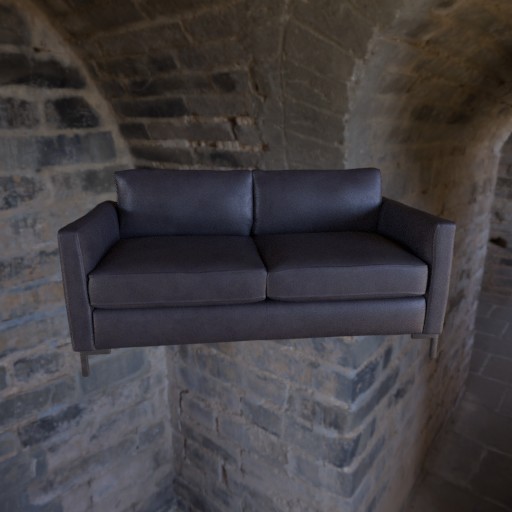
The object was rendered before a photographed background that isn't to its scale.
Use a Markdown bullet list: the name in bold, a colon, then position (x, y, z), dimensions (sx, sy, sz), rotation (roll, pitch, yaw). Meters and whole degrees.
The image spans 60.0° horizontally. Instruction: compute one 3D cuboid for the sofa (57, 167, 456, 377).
- **sofa**: position (0.000, 0.000, 2.381), dimensions (1.805, 0.883, 0.947), rotation (-2, 16, -8)
